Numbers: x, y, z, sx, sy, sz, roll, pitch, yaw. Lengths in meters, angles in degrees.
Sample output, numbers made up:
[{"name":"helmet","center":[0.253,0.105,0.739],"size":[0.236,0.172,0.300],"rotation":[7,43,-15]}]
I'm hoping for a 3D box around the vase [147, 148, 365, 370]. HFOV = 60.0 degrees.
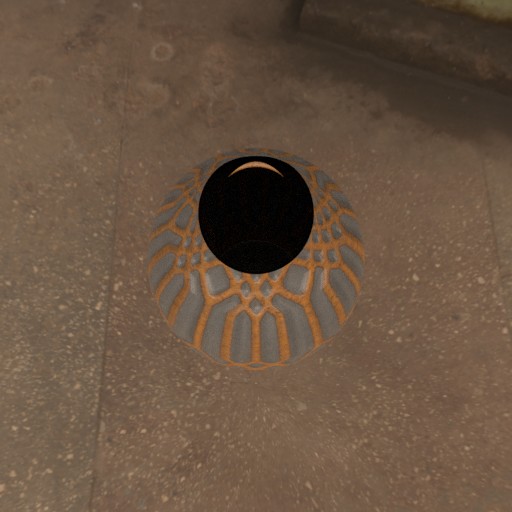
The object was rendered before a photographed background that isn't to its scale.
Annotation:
[{"name":"vase","center":[0.000,0.000,0.139],"size":[0.069,0.088,0.069],"rotation":[0,74,0]}]
